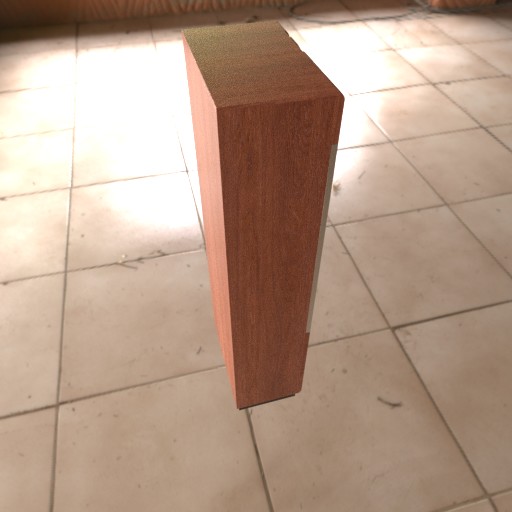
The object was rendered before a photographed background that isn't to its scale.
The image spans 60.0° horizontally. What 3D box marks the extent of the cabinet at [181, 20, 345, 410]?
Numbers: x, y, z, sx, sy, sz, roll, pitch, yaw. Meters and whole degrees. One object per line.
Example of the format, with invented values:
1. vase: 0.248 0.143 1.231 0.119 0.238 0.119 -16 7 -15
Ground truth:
1. cabinet: 0.000 0.000 2.247 0.420 1.980 0.660 -11 47 -11
